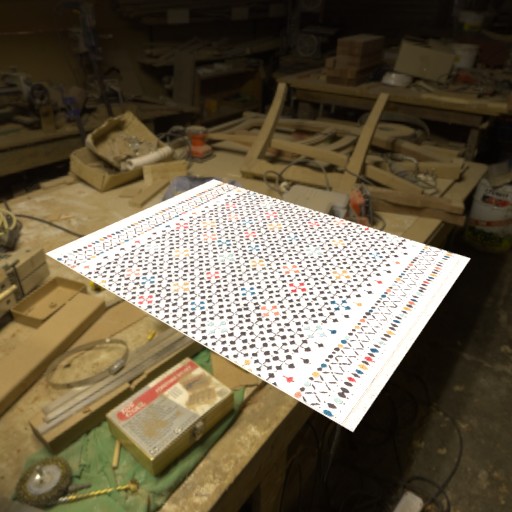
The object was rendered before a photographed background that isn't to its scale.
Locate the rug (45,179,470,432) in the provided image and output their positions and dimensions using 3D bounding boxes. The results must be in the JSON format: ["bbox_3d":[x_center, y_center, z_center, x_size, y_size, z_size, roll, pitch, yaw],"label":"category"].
[{"bbox_3d":[0.000,0.000,4.137,3.196,0.007,2.354,22,38,31],"label":"rug"}]
